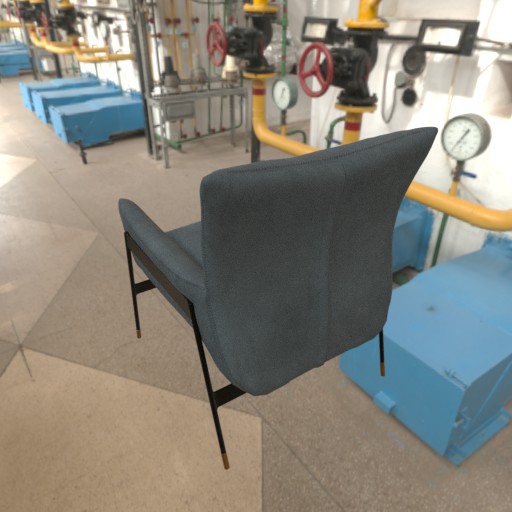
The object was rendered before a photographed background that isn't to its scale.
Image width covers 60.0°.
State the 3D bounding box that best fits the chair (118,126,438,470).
[{"bbox_3d":[0.000,0.000,1.406,0.678,0.858,0.709,-19,35,-29],"label":"chair"}]
